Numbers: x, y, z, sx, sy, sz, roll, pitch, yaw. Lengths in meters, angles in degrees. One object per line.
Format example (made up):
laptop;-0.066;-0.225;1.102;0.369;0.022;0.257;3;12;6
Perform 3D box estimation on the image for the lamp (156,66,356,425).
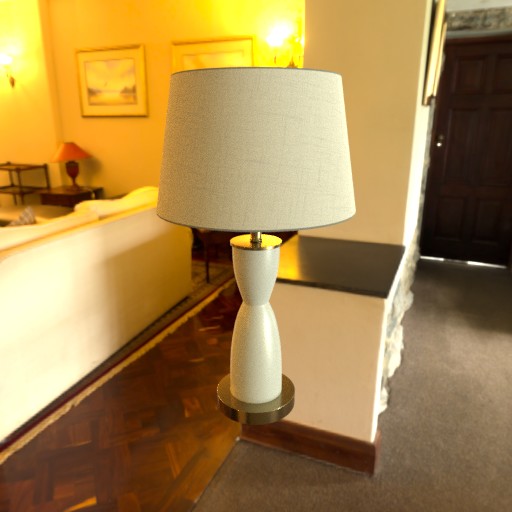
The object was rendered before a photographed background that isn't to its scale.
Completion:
lamp;0.000;0.000;0.724;0.309;0.545;0.309;0;17;0
